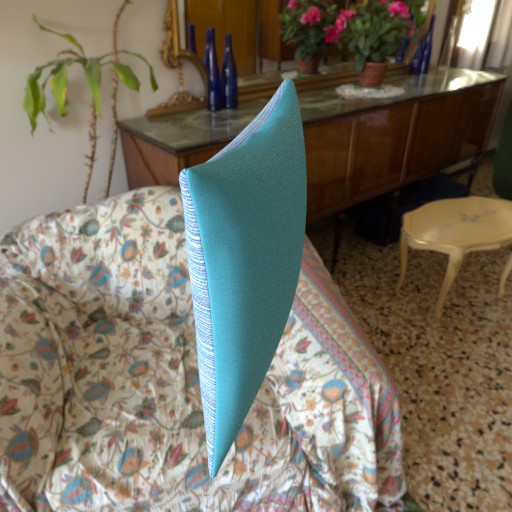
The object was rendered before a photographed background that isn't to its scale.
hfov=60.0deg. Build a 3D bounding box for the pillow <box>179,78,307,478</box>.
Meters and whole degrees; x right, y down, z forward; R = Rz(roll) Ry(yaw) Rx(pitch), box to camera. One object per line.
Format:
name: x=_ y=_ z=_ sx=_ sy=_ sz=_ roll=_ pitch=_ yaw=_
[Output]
pillow: x=0.000 y=0.000 z=0.760 sx=0.150 sy=0.497 sz=0.514 roll=8 pitch=32 yaw=13
